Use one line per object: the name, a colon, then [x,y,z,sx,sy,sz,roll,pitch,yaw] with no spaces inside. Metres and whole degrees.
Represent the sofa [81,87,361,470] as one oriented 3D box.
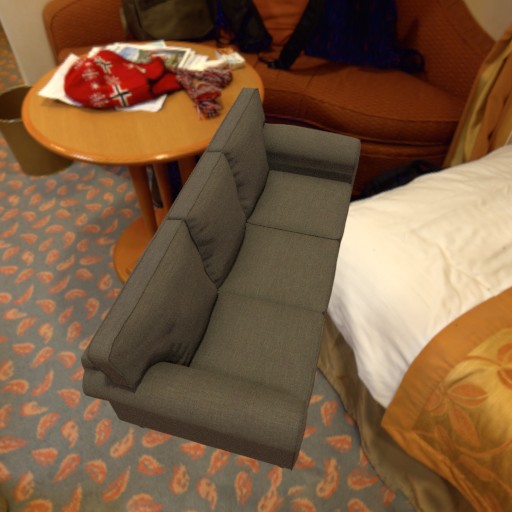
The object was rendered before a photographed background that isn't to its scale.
sofa: [0.000,0.000,2.491,0.909,0.966,2.084,12,49,10]
